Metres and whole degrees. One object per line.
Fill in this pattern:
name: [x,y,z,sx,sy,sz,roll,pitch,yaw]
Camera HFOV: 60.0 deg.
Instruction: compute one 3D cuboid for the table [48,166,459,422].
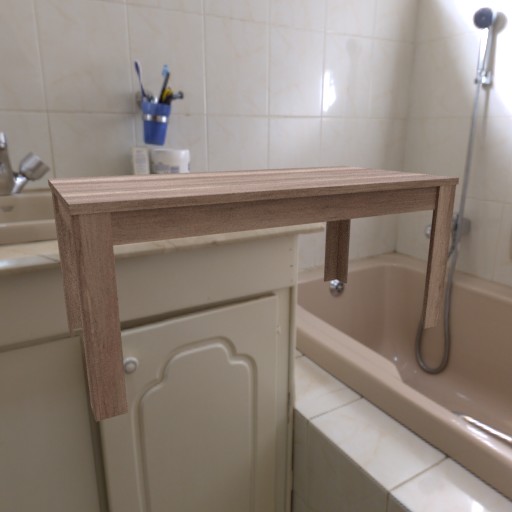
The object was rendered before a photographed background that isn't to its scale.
table: [0.000,0.000,2.273,1.800,0.790,0.900,-8,18,-27]
